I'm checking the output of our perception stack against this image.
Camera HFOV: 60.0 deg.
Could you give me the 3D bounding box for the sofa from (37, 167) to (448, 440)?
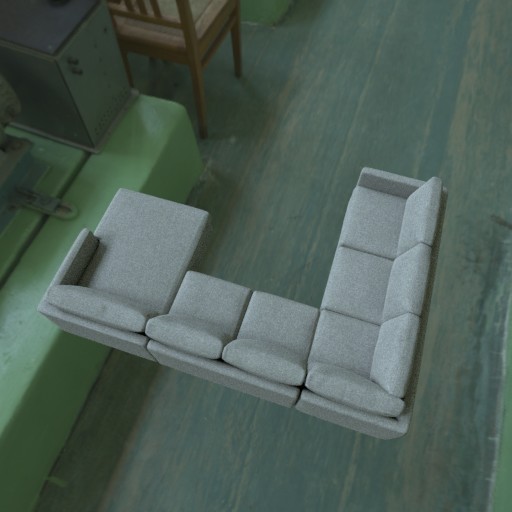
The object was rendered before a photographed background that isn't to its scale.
[{"bbox_3d":[0.000,0.000,4.580,3.460,0.959,2.593,16,65,8],"label":"sofa"}]
